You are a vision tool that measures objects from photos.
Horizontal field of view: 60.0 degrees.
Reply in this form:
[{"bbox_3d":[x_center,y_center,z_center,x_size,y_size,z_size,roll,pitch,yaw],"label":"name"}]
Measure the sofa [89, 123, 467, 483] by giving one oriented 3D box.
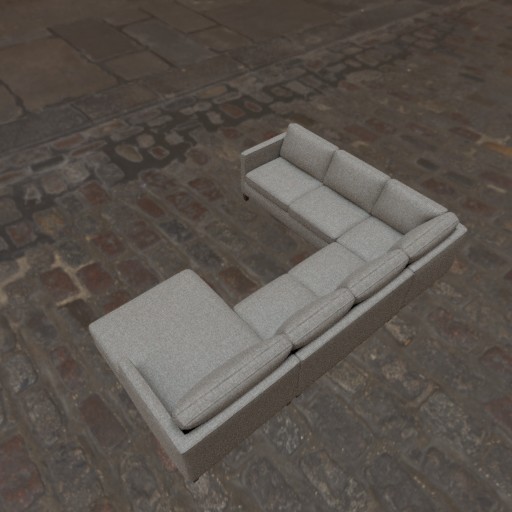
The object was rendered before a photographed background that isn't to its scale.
[{"bbox_3d":[0.000,0.000,4.452,3.403,0.889,2.551,-31,53,-26],"label":"sofa"}]
